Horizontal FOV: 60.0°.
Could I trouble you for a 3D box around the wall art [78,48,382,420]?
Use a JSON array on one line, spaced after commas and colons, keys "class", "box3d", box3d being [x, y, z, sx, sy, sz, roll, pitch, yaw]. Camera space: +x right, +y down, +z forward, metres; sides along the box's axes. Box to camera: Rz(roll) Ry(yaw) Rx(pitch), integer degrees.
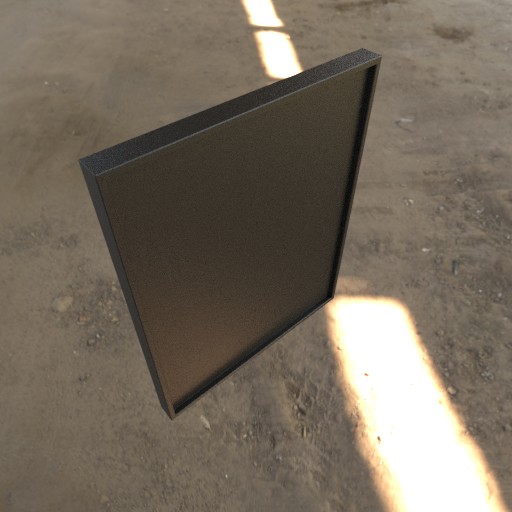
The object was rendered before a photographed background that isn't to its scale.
[{"class": "wall art", "box3d": [0.000, 0.000, 0.744, 0.449, 0.555, 0.039, -32, 54, -27]}]
